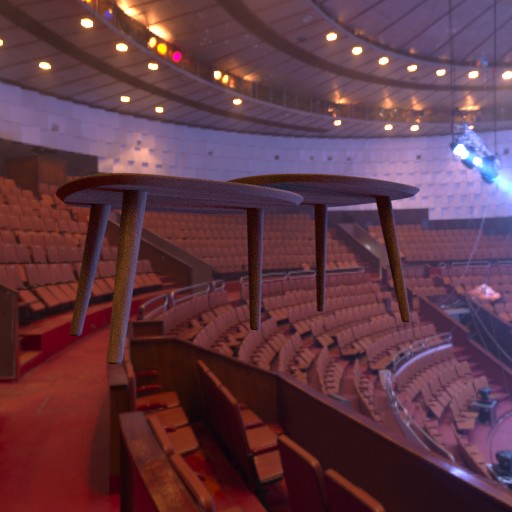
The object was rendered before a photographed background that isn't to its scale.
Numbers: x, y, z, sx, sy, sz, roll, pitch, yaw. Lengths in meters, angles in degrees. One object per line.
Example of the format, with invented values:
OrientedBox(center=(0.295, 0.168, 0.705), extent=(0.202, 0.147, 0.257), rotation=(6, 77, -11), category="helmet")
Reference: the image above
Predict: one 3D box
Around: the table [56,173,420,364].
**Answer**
OrientedBox(center=(0.000, 0.000, 1.312), extent=(1.084, 0.429, 0.527), rotation=(0, 0, -36), category="table")
